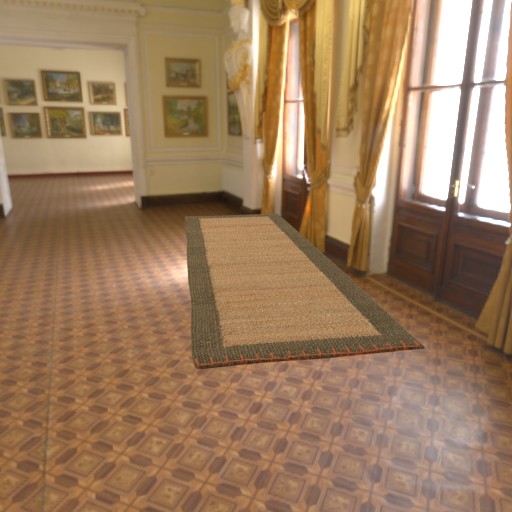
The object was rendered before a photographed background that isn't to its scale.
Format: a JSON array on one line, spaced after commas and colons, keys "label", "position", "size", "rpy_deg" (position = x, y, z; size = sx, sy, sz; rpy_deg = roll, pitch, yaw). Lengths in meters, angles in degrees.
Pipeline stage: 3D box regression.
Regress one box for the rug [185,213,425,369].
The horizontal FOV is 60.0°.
[{"label": "rug", "position": [0.000, 0.000, 2.626], "size": [0.810, 0.016, 2.413], "rpy_deg": [-3, 17, -9]}]
